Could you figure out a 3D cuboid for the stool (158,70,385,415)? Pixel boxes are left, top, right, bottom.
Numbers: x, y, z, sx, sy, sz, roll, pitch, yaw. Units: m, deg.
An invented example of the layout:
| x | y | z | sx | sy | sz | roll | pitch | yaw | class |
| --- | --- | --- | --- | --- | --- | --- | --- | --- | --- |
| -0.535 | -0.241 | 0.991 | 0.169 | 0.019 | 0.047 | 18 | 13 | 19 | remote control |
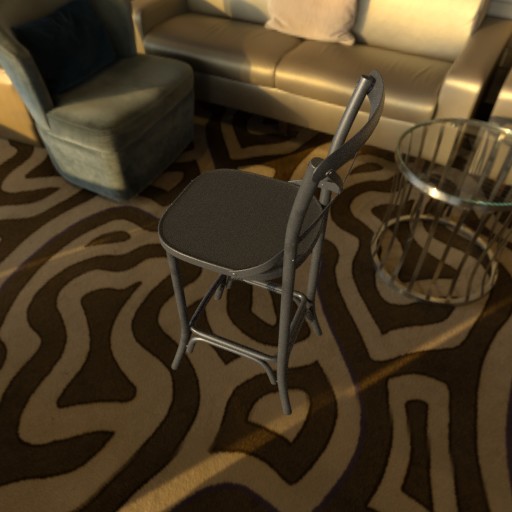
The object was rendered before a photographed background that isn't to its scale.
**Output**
| x | y | z | sx | sy | sz | roll | pitch | yaw | class |
| --- | --- | --- | --- | --- | --- | --- | --- | --- | --- |
| 0.000 | 0.000 | 1.445 | 0.584 | 1.168 | 0.457 | 17 | 49 | 16 | stool |
